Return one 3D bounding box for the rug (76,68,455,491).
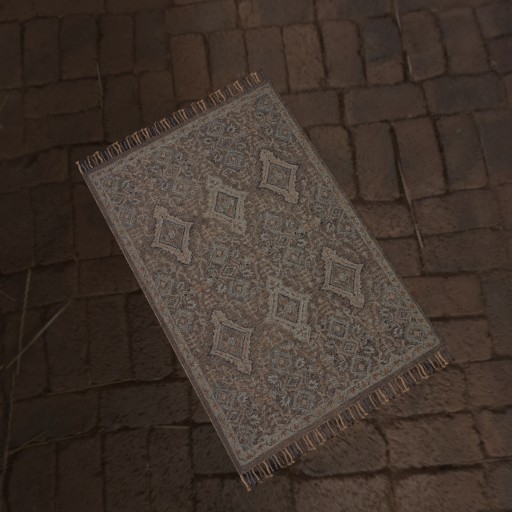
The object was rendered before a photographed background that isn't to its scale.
[{"bbox_3d":[0.000,0.000,2.957,1.516,0.010,2.434,-29,78,-7],"label":"rug"}]
